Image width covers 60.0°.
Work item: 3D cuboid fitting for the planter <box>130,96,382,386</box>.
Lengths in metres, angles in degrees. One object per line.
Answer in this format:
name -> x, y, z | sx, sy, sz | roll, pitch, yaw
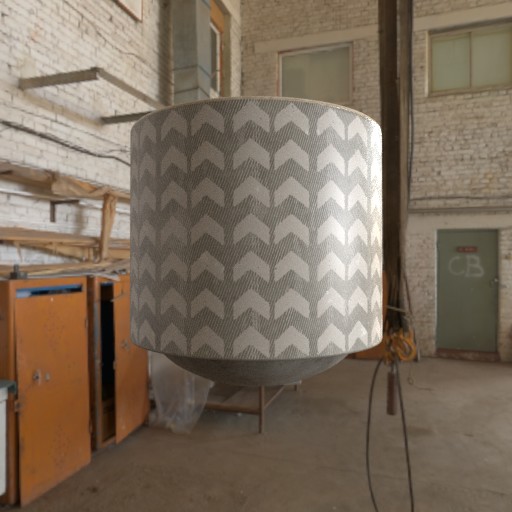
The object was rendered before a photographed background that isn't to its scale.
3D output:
planter -> 0.000, 0.000, 0.347 | 0.190, 0.181, 0.190 | 0, -1, 0
